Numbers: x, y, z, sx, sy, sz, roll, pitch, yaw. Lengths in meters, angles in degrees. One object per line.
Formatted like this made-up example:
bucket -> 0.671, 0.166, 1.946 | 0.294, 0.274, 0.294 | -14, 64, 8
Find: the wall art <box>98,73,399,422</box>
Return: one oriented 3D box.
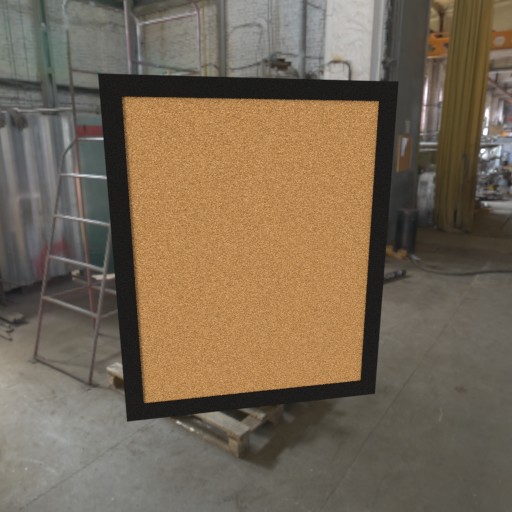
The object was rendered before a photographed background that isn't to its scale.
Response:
wall art -> 0.000, 0.000, 0.747 | 0.457, 0.559, 0.029 | -3, 15, -11
